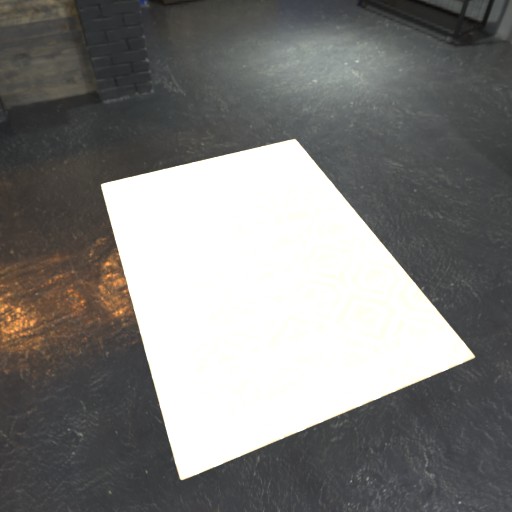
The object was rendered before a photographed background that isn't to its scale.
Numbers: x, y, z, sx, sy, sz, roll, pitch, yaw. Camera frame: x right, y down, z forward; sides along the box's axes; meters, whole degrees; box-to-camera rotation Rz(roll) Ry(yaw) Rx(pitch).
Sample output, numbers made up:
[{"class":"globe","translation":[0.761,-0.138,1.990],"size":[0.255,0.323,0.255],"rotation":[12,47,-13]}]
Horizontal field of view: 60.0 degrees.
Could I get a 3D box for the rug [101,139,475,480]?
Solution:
[{"class":"rug","translation":[0.000,0.000,4.283],"size":[2.438,0.010,3.353],"rotation":[-17,50,-15]}]
